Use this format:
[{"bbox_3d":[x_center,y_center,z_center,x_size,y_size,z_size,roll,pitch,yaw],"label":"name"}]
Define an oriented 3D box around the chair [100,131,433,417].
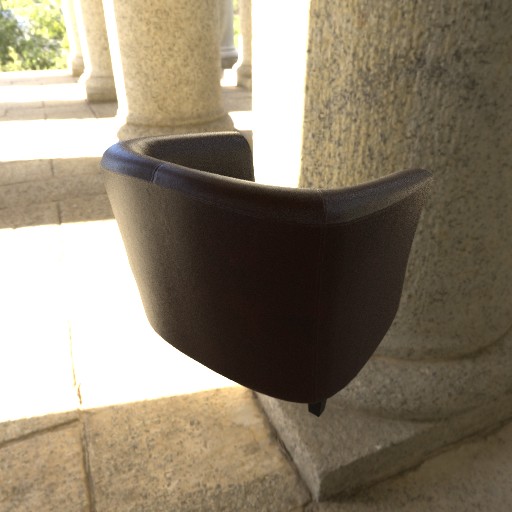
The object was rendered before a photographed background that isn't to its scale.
[{"bbox_3d":[0.000,0.000,1.368,0.792,0.756,0.727,21,36,32],"label":"chair"}]
